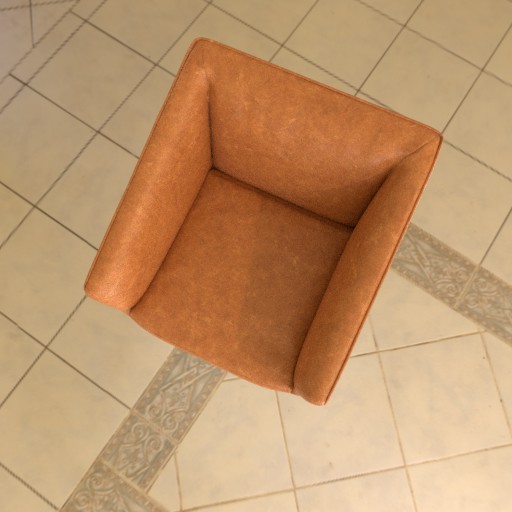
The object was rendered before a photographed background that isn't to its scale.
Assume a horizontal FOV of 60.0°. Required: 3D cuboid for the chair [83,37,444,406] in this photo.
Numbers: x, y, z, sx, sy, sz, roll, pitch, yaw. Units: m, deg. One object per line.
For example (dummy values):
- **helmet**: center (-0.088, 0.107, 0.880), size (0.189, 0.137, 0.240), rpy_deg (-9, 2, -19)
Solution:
- **chair**: center (0.000, 0.000, 1.230), size (0.588, 0.760, 0.625), rpy_deg (24, 77, 6)
